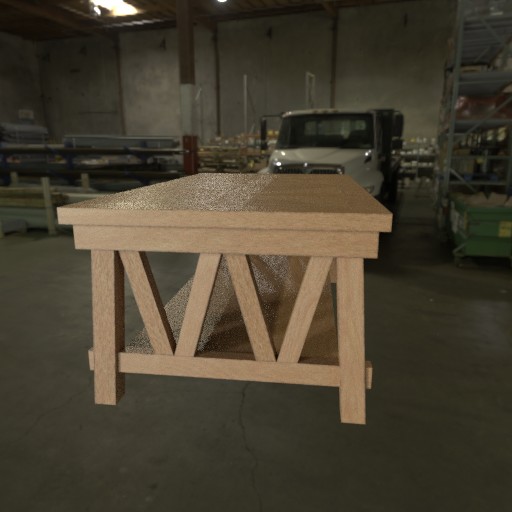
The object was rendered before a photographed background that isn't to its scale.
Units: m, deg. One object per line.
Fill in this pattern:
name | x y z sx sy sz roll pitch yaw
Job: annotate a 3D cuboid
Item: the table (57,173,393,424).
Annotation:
table | 0.000 0.000 1.594 0.711 0.507 1.270 2 14 7
